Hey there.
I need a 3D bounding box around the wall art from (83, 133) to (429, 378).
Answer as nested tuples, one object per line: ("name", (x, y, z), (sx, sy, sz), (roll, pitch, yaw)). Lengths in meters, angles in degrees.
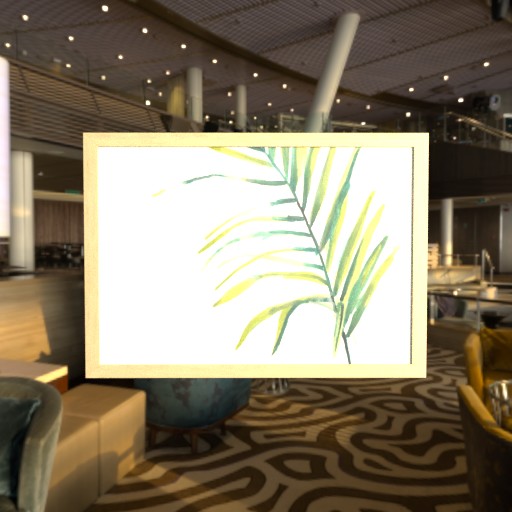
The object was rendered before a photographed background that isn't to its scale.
("wall art", (0.000, 0.000, 0.703), (0.532, 0.380, 0.032), (0, 2, 0))
